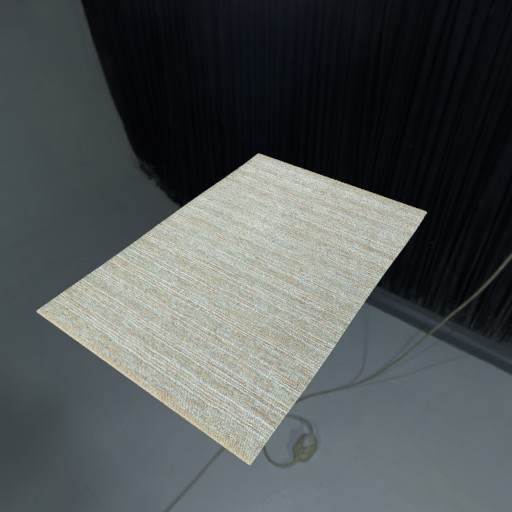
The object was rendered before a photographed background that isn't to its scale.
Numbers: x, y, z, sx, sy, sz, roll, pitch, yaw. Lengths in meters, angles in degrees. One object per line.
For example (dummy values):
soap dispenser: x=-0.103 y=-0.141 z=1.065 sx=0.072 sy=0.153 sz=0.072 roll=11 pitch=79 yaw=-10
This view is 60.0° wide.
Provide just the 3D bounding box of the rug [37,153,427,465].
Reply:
rug: x=0.000 y=0.000 z=2.370 sx=1.240 sy=0.010 sz=1.824 roll=25 pitch=48 yaw=25
